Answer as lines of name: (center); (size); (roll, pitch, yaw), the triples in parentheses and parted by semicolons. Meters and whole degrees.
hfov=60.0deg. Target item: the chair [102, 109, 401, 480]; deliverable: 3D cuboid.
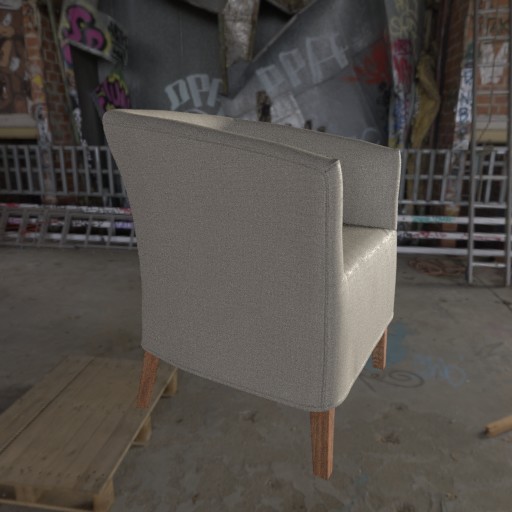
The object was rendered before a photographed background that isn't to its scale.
chair: (0.000, 0.000, 1.213); (0.668, 0.771, 0.600); (8, 17, 27)
